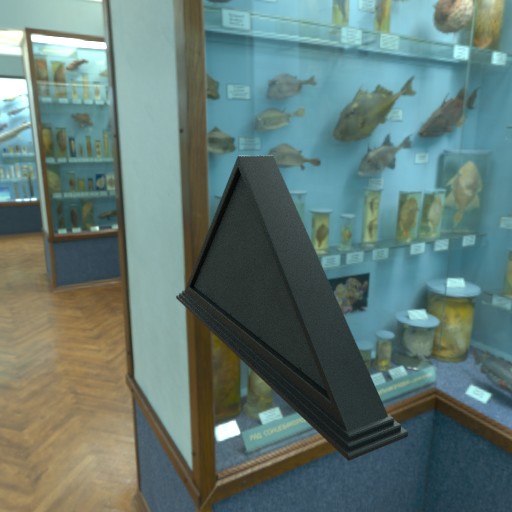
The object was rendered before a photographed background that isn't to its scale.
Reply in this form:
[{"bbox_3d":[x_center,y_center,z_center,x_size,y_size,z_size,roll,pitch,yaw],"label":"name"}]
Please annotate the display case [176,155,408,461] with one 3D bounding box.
[{"bbox_3d":[0.000,0.000,0.771,0.095,0.340,0.640,-7,16,-27],"label":"display case"}]
